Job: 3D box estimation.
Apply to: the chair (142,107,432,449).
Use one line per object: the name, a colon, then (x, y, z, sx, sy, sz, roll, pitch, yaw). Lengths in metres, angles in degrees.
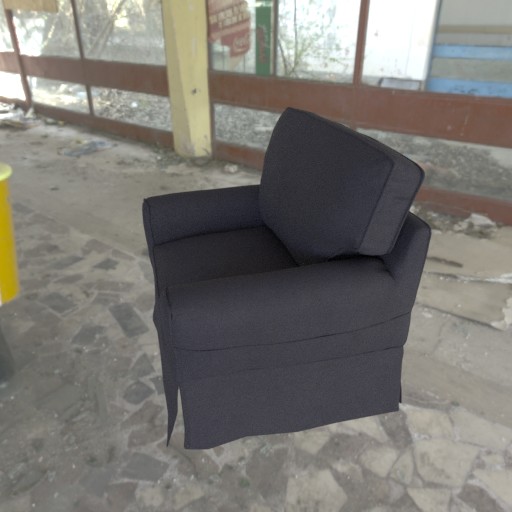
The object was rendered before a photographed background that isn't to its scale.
chair: (0.000, 0.000, 1.988, 1.002, 1.140, 1.119, -8, 29, -15)
